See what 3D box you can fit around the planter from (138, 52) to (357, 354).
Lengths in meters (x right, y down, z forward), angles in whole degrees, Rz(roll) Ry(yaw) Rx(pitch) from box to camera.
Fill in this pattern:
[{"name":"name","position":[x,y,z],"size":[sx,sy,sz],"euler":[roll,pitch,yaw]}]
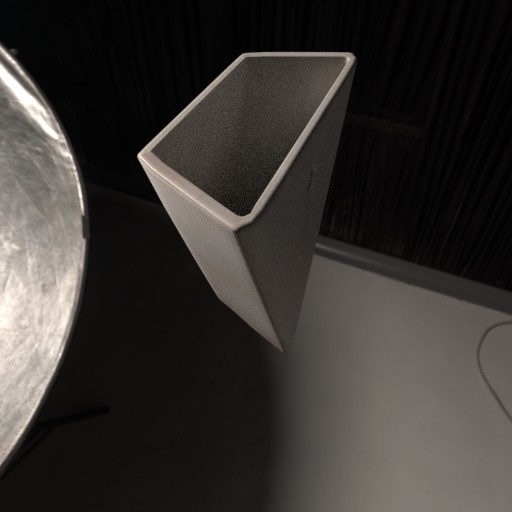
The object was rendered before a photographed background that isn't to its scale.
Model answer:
[{"name":"planter","position":[0.000,0.000,0.273],"size":[0.060,0.197,0.150],"euler":[17,50,15]}]
